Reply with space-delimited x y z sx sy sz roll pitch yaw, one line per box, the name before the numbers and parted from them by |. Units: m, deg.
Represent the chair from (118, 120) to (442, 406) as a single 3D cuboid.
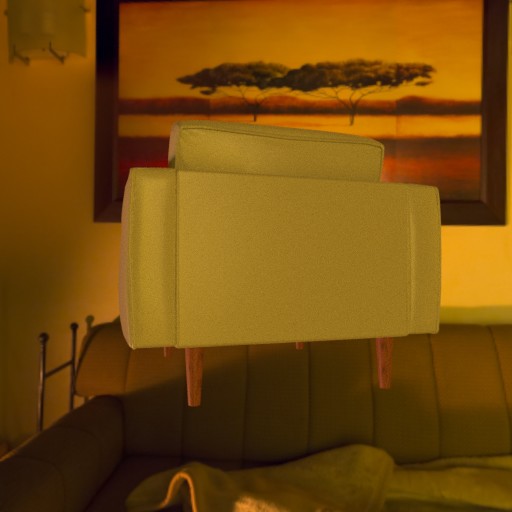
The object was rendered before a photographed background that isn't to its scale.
chair | 0.000 0.000 1.566 0.928 0.773 0.843 0 -2 -17
